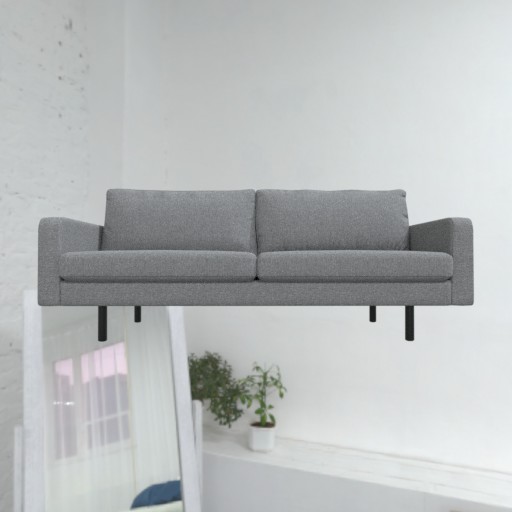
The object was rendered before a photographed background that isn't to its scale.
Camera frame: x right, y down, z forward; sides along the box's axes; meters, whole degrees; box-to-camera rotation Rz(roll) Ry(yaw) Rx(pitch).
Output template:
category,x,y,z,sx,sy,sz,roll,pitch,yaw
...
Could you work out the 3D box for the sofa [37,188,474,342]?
category,x,y,z,sx,sy,sz,roll,pitch,yaw
sofa,0.000,0.000,2.623,2.200,0.880,0.880,0,-1,0
